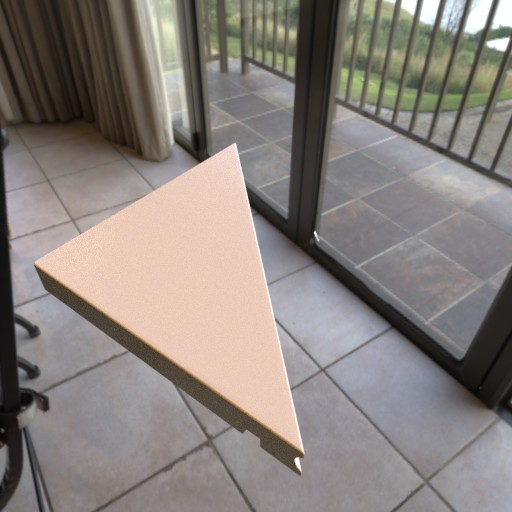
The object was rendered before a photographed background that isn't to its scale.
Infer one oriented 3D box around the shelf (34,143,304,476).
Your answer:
[{"bbox_3d":[0.000,0.000,0.443,0.296,0.035,0.296,27,48,27],"label":"shelf"}]
